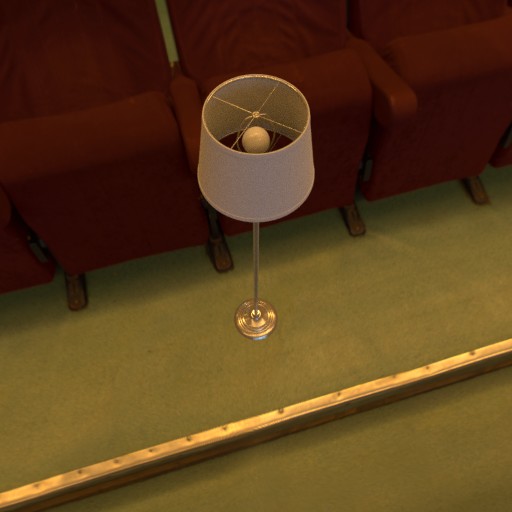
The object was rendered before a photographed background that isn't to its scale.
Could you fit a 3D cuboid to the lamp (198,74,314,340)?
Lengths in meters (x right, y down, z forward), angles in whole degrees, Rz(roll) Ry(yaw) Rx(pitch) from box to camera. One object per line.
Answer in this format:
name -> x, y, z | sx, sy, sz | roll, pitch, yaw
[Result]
lamp -> 0.000, 0.000, 1.714 | 0.327, 1.506, 0.327 | -15, 64, -7
